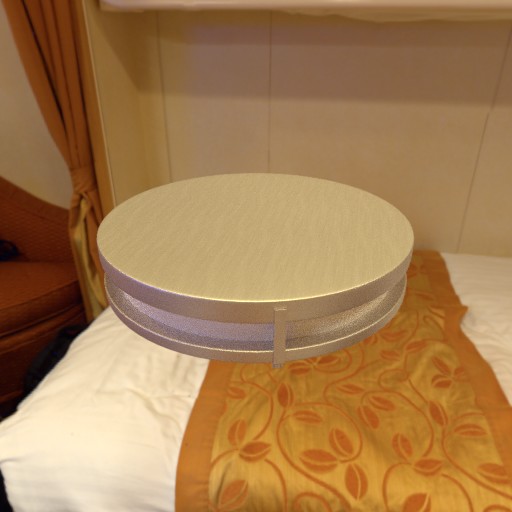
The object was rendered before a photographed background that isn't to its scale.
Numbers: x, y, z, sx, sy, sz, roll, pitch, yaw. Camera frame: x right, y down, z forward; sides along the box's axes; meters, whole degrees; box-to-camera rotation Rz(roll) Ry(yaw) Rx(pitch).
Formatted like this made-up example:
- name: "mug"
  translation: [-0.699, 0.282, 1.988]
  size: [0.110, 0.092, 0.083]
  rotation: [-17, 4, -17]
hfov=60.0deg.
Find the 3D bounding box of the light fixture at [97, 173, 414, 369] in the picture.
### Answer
- name: "light fixture"
  translation: [0.000, 0.000, 0.542]
  size: [0.356, 0.102, 0.356]
  rotation: [0, 28, 0]
